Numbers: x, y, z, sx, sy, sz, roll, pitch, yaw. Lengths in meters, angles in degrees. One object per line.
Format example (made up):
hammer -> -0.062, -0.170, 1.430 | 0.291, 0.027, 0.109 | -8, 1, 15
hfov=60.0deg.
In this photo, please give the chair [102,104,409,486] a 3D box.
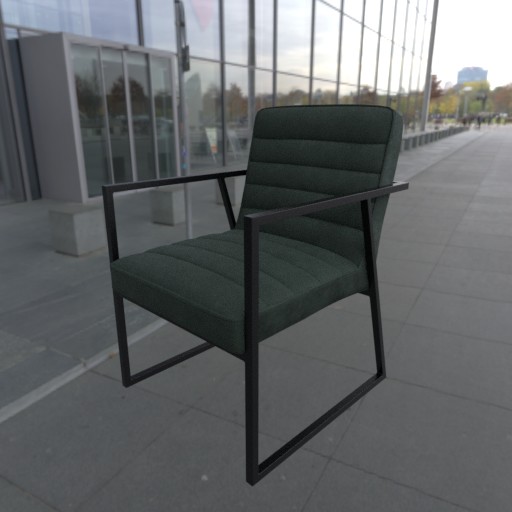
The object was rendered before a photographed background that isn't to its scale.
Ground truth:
chair -> 0.000, 0.000, 1.275 | 0.571, 0.833, 0.677 | 16, 24, 42
